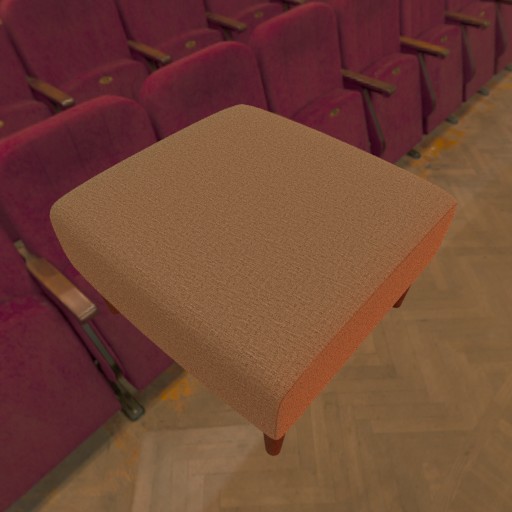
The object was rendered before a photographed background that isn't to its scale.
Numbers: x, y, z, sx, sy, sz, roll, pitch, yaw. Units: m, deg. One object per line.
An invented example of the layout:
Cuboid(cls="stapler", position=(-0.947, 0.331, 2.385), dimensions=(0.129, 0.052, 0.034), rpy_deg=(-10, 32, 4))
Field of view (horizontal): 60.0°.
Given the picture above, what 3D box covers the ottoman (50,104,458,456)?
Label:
Cuboid(cls="ottoman", position=(0.000, 0.000, 1.059), dimensions=(0.650, 0.398, 0.649), rpy_deg=(33, 54, 27))
